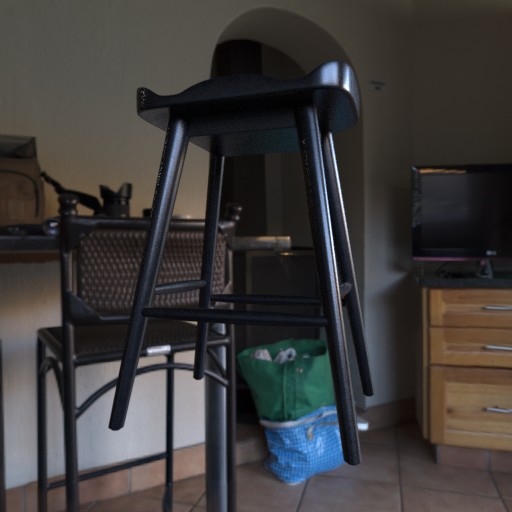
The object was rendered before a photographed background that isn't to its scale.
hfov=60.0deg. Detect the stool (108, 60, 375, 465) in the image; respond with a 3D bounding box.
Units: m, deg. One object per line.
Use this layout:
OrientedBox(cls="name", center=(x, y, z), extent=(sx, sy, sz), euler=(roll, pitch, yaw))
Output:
OrientedBox(cls="stool", center=(0.000, 0.000, 0.881), extent=(0.440, 0.615, 0.361), euler=(0, 0, 18))
